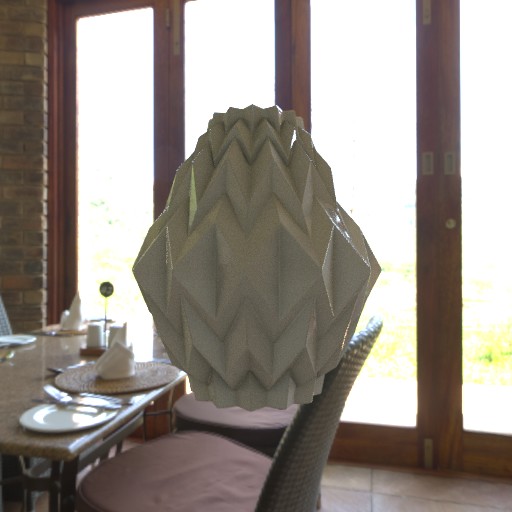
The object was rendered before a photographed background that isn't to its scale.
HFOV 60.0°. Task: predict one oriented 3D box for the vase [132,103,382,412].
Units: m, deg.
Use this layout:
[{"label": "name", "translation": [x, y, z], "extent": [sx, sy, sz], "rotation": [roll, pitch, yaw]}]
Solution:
[{"label": "vase", "translation": [0.000, 0.000, 0.301], "extent": [0.164, 0.185, 0.164], "rotation": [0, -1, 0]}]
